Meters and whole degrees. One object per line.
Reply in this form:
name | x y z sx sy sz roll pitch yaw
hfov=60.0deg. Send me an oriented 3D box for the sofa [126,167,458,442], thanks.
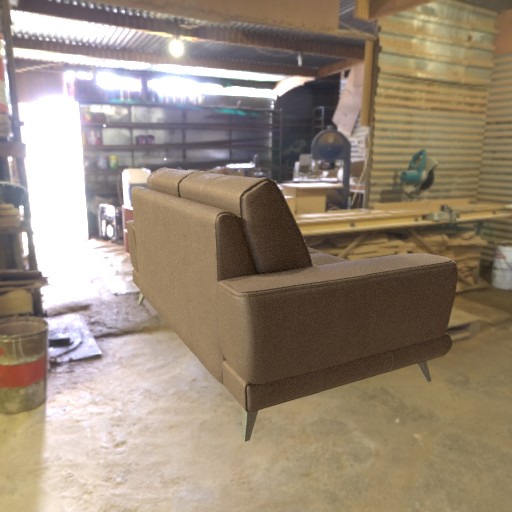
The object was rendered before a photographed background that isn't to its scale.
sofa | 0.000 0.000 2.373 1.018 0.907 1.806 -7 15 -27
